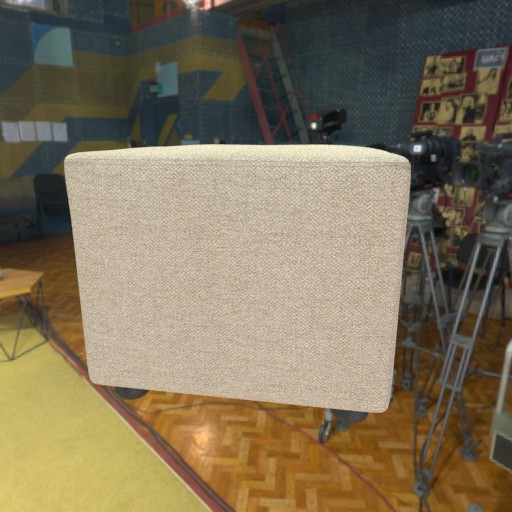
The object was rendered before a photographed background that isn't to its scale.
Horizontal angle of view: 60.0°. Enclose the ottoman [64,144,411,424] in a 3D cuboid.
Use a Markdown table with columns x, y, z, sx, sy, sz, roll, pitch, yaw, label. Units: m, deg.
| x | y | z | sx | sy | sz | roll | pitch | yaw | label |
| --- | --- | --- | --- | --- | --- | --- | --- | --- | --- |
| 0.000 | 0.000 | 0.892 | 0.508 | 0.432 | 0.508 | 3 | 15 | 10 | ottoman |
